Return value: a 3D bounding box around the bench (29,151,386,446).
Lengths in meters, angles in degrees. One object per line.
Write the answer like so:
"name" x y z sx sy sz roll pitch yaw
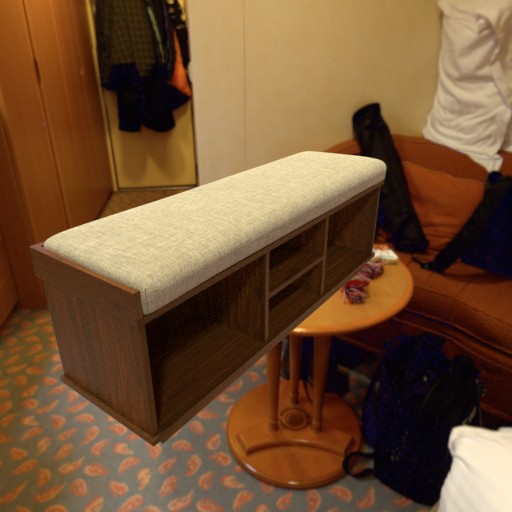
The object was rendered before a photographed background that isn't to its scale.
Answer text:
"bench" 0.000 0.000 1.402 0.367 0.468 1.196 17 30 32
